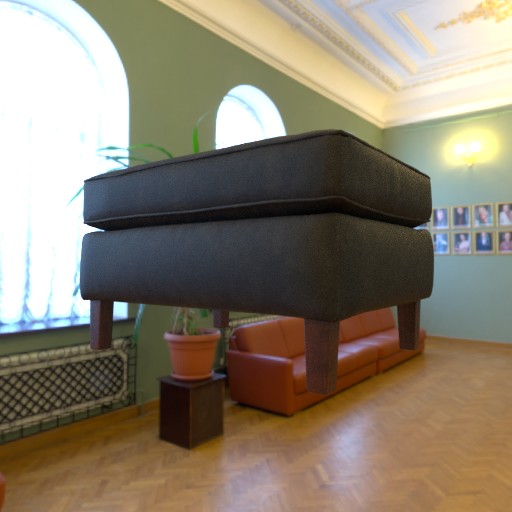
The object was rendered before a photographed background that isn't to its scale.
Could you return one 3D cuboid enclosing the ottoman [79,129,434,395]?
[{"bbox_3d":[0.000,0.000,0.986,0.665,0.413,0.501,-1,-1,37],"label":"ottoman"}]
